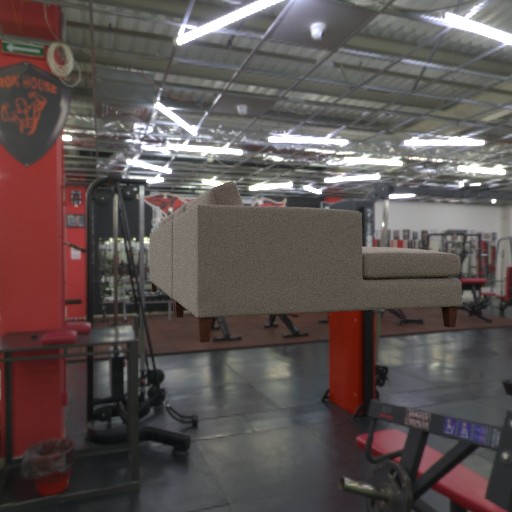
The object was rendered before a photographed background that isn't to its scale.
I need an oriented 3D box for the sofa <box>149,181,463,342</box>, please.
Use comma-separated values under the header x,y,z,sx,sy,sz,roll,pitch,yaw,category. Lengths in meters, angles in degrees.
x,y,z,sx,sy,sz,roll,pitch,yaw,category
0.000,0.000,3.926,1.625,0.846,3.186,0,0,-17,sofa
